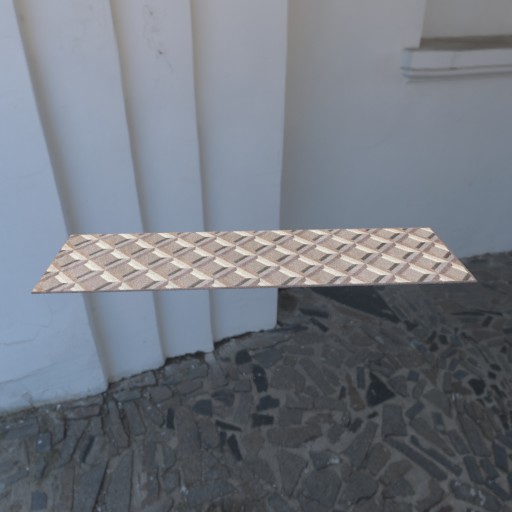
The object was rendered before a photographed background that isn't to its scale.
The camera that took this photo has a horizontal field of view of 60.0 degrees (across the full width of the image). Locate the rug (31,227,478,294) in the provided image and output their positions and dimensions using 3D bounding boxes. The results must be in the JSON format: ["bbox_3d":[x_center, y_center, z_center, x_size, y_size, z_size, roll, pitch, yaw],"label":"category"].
[{"bbox_3d":[0.000,0.000,2.705,2.437,0.013,0.685,-1,30,-2],"label":"rug"}]
